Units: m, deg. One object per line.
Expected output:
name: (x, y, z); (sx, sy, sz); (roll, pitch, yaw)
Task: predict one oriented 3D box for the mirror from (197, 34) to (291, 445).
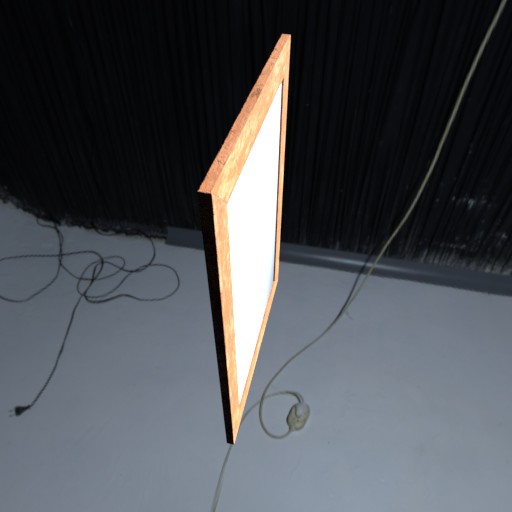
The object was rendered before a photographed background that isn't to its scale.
mirror: (0.000, 0.000, 1.439); (0.028, 1.099, 0.796); (9, 46, 9)
